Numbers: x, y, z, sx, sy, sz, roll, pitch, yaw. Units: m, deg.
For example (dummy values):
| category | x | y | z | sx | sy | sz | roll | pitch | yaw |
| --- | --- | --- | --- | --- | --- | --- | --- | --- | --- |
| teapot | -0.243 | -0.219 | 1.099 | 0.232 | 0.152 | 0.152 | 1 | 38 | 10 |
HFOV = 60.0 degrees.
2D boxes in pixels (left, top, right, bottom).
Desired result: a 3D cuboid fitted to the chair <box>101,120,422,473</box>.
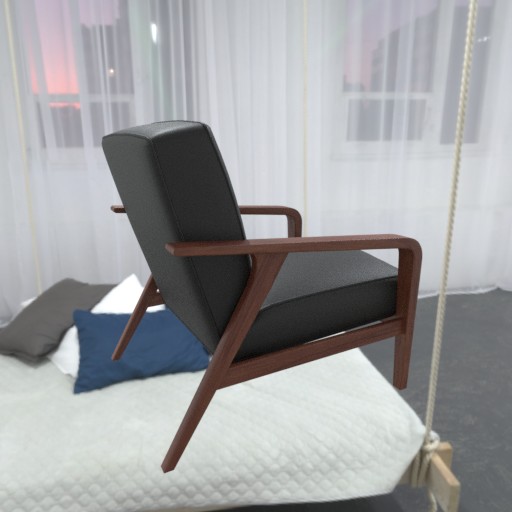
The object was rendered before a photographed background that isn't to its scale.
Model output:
| category | x | y | z | sx | sy | sz | roll | pitch | yaw |
| --- | --- | --- | --- | --- | --- | --- | --- | --- | --- |
| chair | 0.000 | 0.000 | 1.493 | 0.889 | 0.861 | 0.719 | -8 | 17 | -27 |
